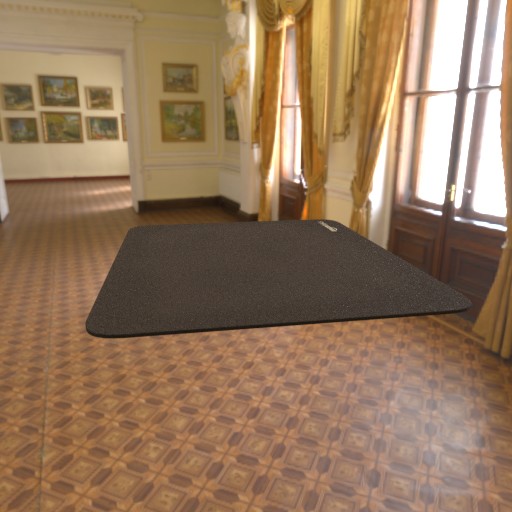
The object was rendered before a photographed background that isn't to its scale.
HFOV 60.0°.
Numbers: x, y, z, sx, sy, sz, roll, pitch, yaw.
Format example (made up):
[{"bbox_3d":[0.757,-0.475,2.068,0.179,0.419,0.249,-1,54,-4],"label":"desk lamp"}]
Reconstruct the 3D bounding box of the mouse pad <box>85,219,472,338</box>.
[{"bbox_3d":[0.000,0.000,0.341,0.211,0.002,0.249,-3,16,-9],"label":"mouse pad"}]
